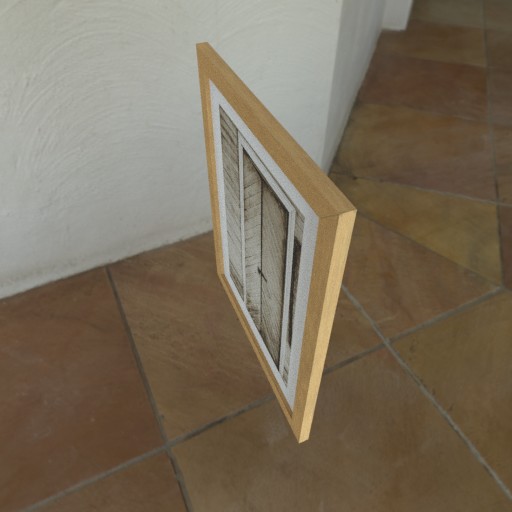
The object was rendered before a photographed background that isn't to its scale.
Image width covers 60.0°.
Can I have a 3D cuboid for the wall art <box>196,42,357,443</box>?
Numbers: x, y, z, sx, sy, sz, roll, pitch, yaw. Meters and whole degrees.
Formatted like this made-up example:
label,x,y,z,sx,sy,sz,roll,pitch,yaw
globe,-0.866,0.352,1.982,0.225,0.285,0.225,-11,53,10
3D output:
label,x,y,z,sx,sy,sz,roll,pitch,yaw
wall art,0.000,0.000,0.776,0.020,0.561,0.460,-17,48,-16
